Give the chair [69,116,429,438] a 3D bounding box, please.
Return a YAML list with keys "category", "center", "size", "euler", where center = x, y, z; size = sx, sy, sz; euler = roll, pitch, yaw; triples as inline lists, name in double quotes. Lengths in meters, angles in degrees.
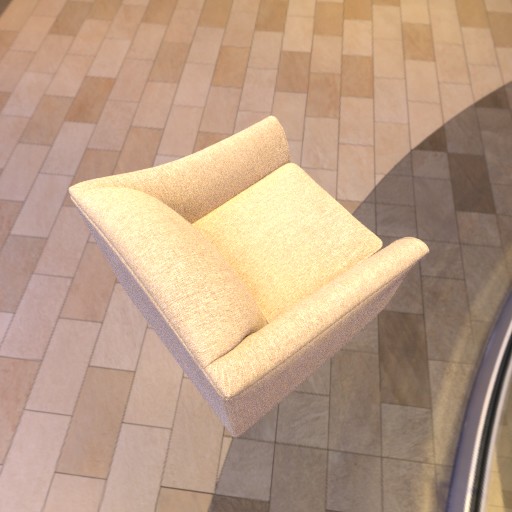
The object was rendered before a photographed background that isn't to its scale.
- category: "chair"
  center: [0.000, 0.000, 1.487]
  size: [0.787, 0.839, 0.763]
  euler: [-35, 65, -19]
